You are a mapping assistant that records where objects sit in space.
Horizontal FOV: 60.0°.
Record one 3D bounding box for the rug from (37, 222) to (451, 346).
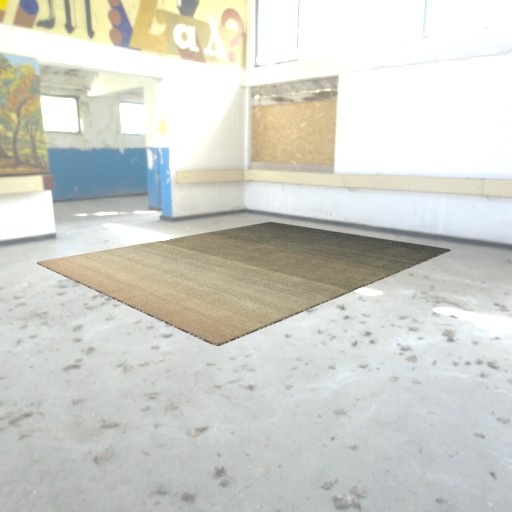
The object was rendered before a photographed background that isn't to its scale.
[{"bbox_3d":[0.000,0.000,3.921,2.305,0.017,2.902,13,19,43],"label":"rug"}]
